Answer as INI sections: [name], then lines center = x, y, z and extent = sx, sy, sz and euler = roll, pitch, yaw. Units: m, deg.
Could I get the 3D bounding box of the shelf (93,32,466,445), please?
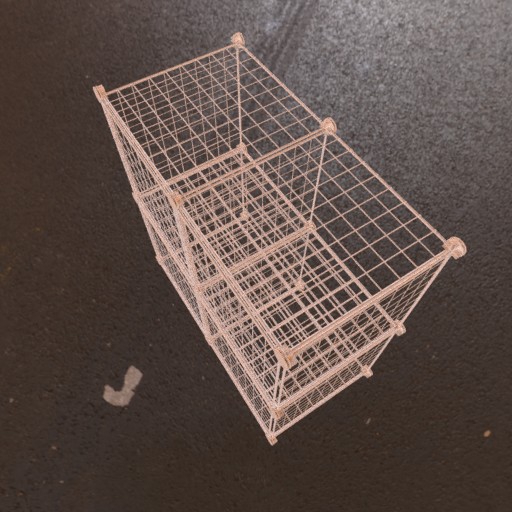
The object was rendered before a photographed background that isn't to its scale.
[shelf]
center = 0.000, 0.000, 1.119
extent = 0.356, 0.711, 0.711
euler = -29, 63, -16
